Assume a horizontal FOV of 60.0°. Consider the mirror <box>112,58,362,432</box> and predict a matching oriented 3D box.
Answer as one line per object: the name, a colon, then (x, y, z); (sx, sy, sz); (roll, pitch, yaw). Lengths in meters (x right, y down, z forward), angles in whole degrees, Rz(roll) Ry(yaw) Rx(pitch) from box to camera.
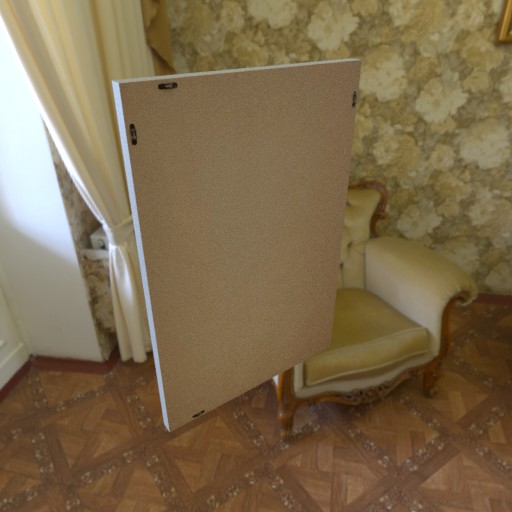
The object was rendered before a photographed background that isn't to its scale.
mirror: (0.000, 0.000, 1.166); (0.609, 0.915, 0.040); (-19, 35, -30)
